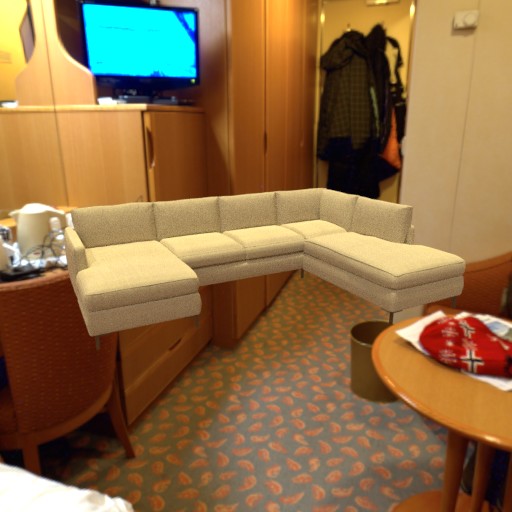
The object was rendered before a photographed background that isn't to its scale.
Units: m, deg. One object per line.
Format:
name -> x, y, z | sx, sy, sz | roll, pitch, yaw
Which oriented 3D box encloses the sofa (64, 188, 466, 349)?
sofa -> 0.000, 0.000, 3.603 | 2.737, 0.756, 1.879 | -9, 19, -27
